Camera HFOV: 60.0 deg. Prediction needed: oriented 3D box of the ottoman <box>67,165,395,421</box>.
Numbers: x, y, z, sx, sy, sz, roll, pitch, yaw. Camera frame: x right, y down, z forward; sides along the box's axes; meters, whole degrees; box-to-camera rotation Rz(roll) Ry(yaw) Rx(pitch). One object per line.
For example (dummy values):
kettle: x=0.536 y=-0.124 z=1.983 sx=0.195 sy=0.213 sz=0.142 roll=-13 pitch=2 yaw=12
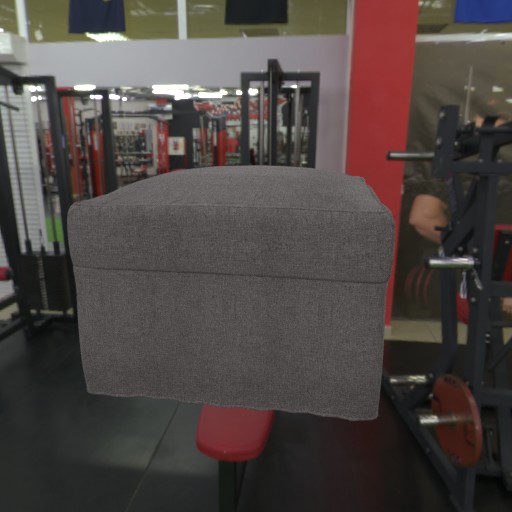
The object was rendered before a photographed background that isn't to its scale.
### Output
ottoman: x=0.000 y=0.000 z=1.263 sx=0.652 sy=0.492 sz=0.833 roll=2 pitch=15 yaw=9
